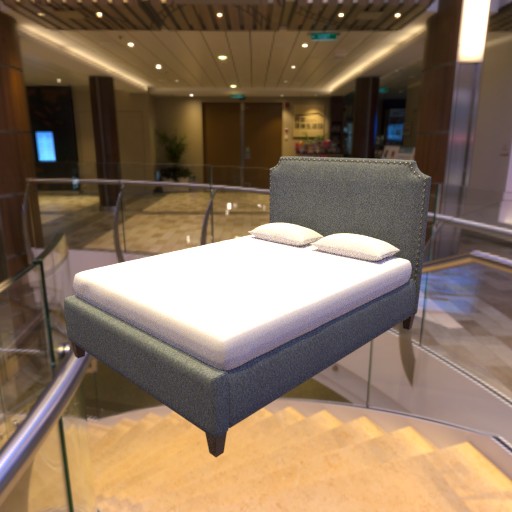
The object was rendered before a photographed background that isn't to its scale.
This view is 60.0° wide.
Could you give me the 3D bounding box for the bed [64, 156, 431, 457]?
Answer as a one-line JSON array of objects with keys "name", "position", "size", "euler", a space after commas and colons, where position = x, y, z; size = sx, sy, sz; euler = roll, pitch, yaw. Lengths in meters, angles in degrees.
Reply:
[{"name": "bed", "position": [0.000, 0.000, 3.466], "size": [1.712, 1.443, 2.372], "euler": [13, 20, 42]}]
